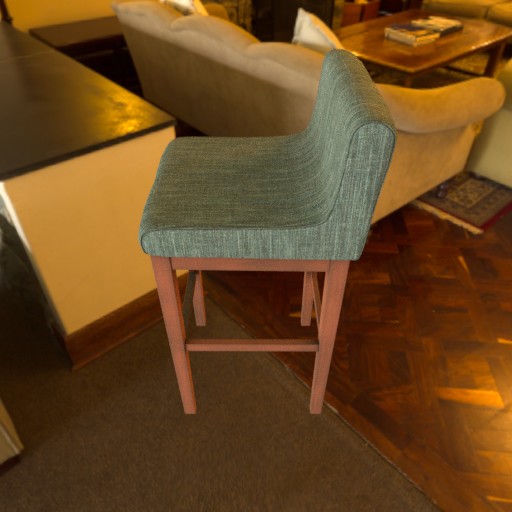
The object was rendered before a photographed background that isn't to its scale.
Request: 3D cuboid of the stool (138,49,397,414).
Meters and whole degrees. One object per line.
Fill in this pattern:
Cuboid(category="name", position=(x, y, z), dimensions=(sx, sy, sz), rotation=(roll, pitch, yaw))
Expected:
Cuboid(category="stool", position=(0.000, 0.000, 1.210), dimensions=(0.499, 0.965, 0.426), rotation=(0, 40, 0))
